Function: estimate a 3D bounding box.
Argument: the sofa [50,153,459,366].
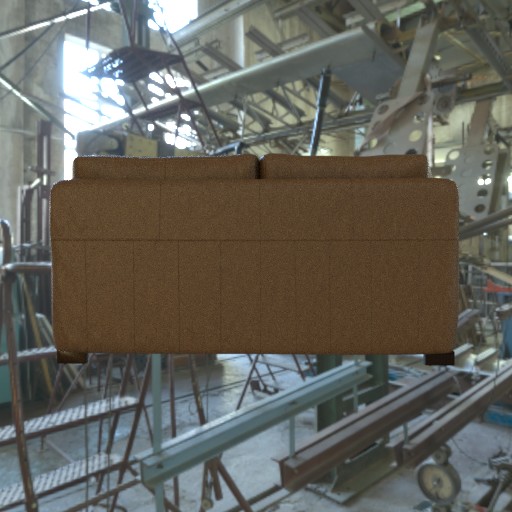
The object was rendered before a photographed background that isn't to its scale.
[{"bbox_3d":[0.000,0.000,2.441,1.855,0.980,0.962,0,0,1],"label":"sofa"}]
